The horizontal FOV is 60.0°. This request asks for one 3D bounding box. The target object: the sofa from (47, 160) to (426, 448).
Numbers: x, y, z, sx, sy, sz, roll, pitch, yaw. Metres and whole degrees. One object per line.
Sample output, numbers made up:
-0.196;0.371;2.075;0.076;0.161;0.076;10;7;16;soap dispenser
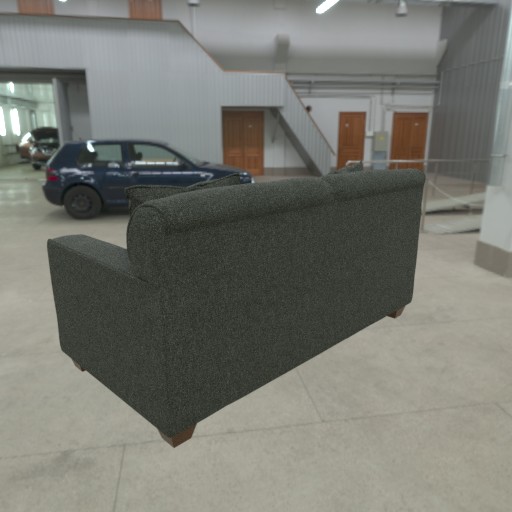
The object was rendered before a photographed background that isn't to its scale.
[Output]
0.000;0.000;2.392;0.998;0.958;1.846;15;22;43;sofa
